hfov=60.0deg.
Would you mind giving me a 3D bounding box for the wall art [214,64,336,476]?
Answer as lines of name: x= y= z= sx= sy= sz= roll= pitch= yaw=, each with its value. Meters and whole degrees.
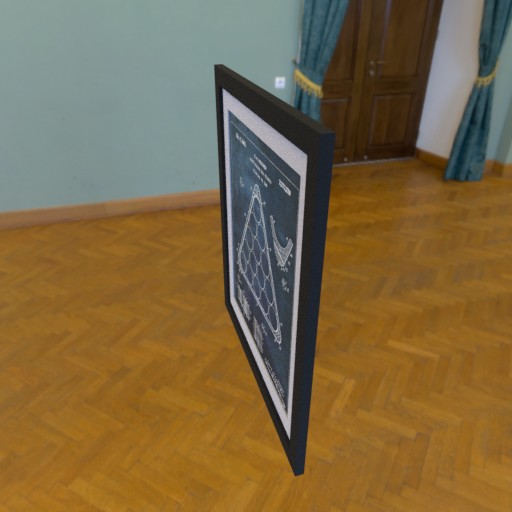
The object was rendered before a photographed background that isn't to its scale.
wall art: x=0.000 y=0.000 z=0.501 sx=0.010 sy=0.361 sz=0.311 roll=-9 pitch=32 yaw=-15
